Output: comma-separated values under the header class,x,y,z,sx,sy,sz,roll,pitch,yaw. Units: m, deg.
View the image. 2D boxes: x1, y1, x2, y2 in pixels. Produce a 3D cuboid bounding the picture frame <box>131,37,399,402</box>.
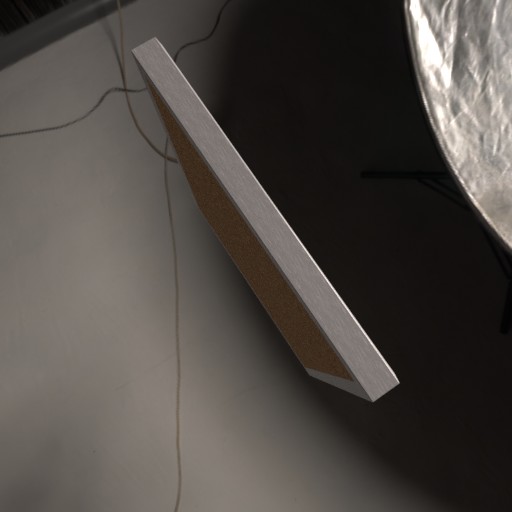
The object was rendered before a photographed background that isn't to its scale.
class,x,y,z,sx,sy,sz,roll,pitch,yaw
picture frame,0.000,0.000,0.516,0.027,0.378,0.327,-33,79,-7
